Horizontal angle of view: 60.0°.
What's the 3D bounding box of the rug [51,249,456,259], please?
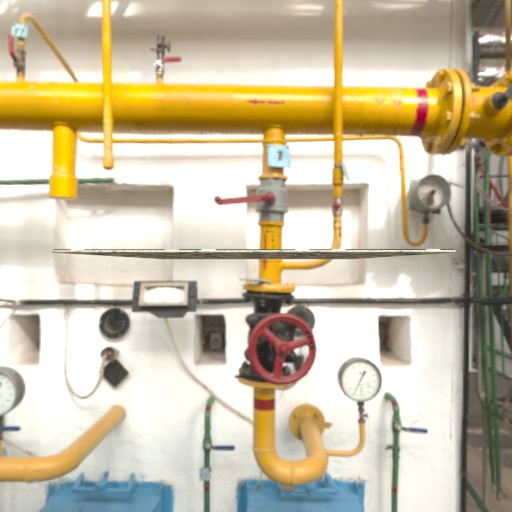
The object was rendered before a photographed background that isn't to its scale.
[{"bbox_3d":[0.000,0.000,4.219,2.466,0.021,3.049,0,-1,1],"label":"rug"}]
